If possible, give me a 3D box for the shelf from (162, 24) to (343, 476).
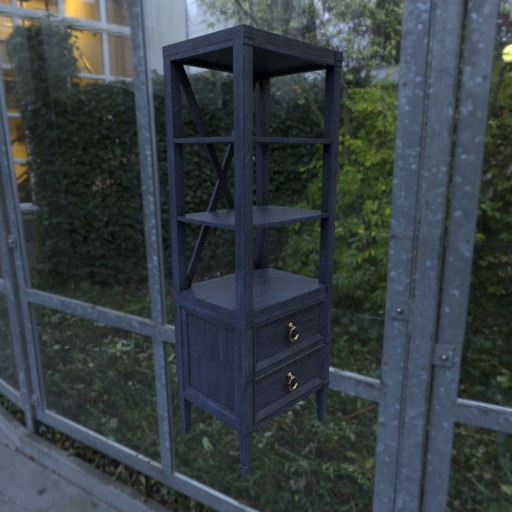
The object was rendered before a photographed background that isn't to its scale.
[{"bbox_3d":[0.000,0.000,2.000,0.472,1.727,0.584,12,18,43],"label":"shelf"}]
